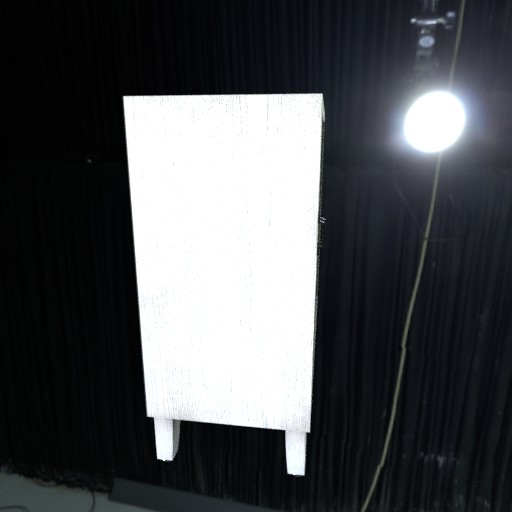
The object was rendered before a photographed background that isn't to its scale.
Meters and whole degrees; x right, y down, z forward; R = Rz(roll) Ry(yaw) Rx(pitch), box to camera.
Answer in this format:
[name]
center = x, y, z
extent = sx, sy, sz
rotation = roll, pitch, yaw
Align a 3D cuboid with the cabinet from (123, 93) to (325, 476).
[cabinet]
center = 0.000, 0.000, 1.240
extent = 0.370, 0.787, 0.781
rotation = 2, 16, 8
